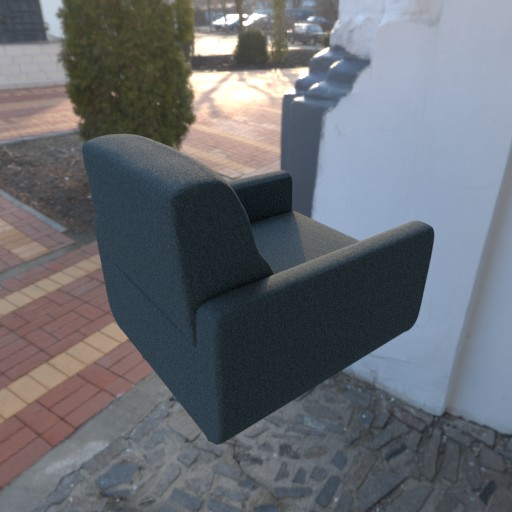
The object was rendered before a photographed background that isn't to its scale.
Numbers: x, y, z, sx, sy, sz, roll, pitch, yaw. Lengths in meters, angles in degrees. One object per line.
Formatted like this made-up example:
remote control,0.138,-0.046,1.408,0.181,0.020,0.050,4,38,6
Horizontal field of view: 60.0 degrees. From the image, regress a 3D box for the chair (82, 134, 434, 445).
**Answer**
chair,0.000,0.000,1.680,0.964,0.940,0.880,-20,34,-32
